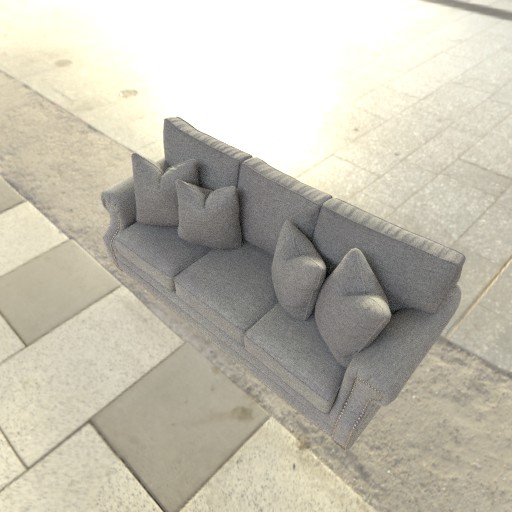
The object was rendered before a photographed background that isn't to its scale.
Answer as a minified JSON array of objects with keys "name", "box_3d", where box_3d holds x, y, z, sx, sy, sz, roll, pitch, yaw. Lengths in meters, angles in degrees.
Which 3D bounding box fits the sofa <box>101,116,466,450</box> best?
[{"name":"sofa","box_3d":[0.000,0.000,2.824,2.312,0.975,0.965,32,53,28]}]
